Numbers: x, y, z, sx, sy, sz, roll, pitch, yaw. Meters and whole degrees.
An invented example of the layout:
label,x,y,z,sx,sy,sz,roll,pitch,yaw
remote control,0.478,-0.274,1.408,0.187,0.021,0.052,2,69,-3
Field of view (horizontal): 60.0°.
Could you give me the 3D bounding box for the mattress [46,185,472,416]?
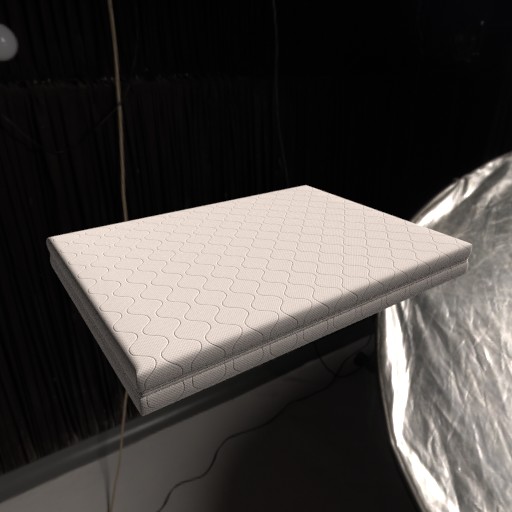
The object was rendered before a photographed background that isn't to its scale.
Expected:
label,x,y,z,sx,sy,sz,roll,pitch,yaw
mattress,0.000,0.000,2.475,1.900,0.200,1.400,-16,29,-31
